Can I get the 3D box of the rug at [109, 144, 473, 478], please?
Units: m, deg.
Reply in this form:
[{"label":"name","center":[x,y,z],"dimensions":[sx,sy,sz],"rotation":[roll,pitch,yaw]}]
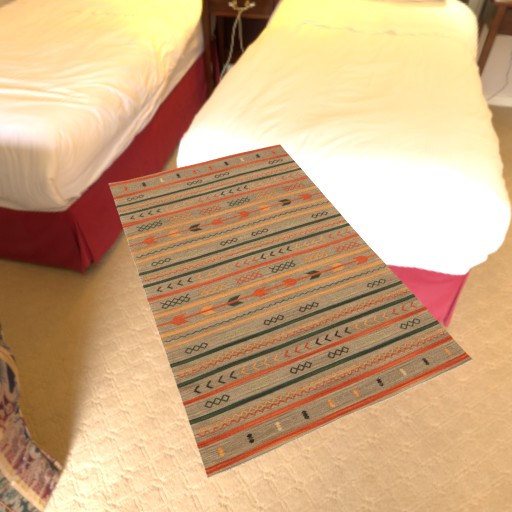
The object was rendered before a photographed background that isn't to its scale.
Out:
[{"label":"rug","center":[0.000,0.000,2.999],"dimensions":[1.537,0.029,2.439],"rotation":[-17,48,-16]}]
